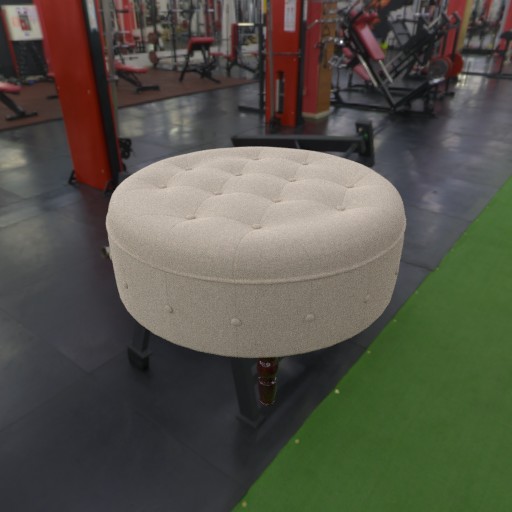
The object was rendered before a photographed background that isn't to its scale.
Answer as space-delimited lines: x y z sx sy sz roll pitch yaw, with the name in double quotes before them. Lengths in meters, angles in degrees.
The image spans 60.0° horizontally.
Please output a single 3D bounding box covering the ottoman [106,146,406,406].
"ottoman" 0.000 0.000 1.386 0.848 0.494 0.848 0 29 0
